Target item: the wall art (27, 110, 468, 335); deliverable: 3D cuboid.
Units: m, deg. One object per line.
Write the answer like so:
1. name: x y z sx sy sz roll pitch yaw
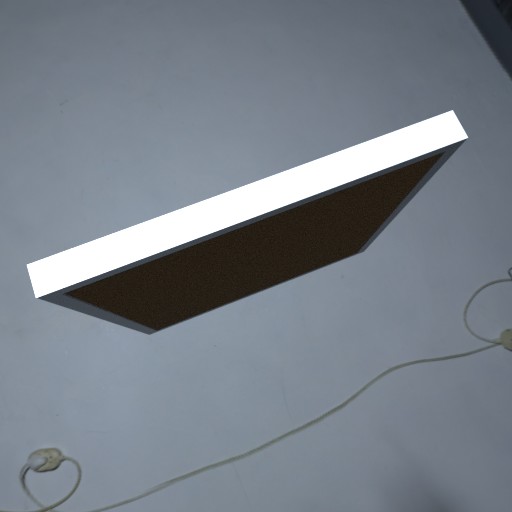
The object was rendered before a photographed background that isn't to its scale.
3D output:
1. wall art: 0.000 0.000 0.733 0.506 0.506 0.038 -21 77 -5
